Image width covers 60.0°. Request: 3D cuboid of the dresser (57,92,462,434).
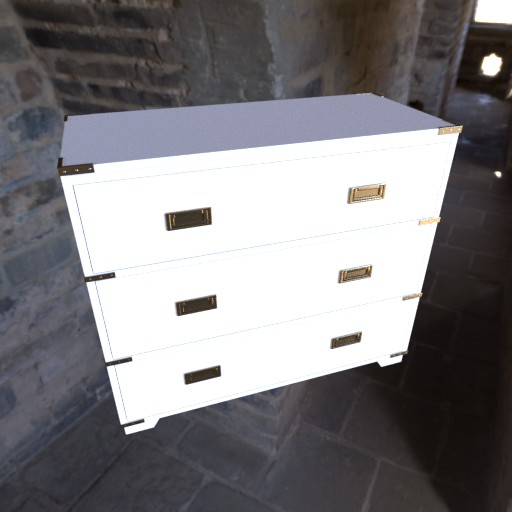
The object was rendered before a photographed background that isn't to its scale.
[{"bbox_3d":[0.000,0.000,1.475,1.022,0.891,0.460,-10,33,-16],"label":"dresser"}]
